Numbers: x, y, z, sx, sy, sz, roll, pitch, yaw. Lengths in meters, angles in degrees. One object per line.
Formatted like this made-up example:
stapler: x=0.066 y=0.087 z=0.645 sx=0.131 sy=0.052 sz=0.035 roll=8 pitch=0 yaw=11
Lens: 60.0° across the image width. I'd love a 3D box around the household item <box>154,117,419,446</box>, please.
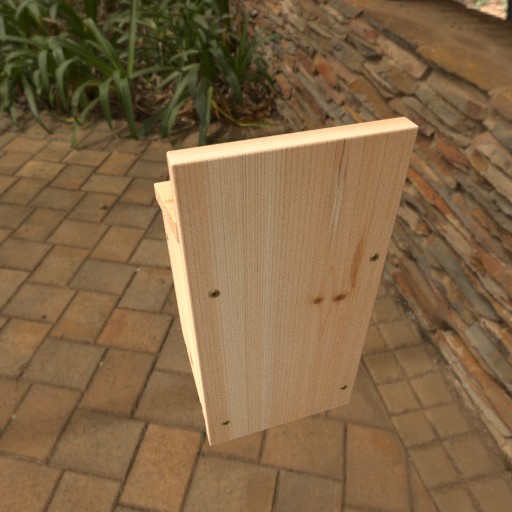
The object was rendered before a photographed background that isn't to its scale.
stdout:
household item: x=0.000 y=0.000 z=0.401 sx=0.149 sy=0.300 sz=0.171 roll=-12 pitch=42 yaw=-14
